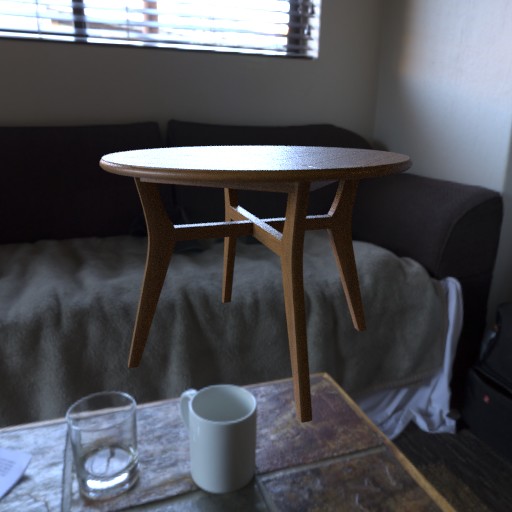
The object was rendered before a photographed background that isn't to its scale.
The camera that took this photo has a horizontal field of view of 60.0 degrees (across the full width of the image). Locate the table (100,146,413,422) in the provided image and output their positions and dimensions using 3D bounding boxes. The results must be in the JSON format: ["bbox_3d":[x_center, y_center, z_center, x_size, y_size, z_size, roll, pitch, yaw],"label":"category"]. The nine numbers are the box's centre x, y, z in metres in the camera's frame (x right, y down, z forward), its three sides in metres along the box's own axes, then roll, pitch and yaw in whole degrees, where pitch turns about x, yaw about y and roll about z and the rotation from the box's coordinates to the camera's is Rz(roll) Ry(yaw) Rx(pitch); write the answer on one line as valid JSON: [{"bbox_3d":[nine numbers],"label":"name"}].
[{"bbox_3d":[0.000,0.000,1.684,1.055,0.757,1.055,0,17,0],"label":"table"}]
